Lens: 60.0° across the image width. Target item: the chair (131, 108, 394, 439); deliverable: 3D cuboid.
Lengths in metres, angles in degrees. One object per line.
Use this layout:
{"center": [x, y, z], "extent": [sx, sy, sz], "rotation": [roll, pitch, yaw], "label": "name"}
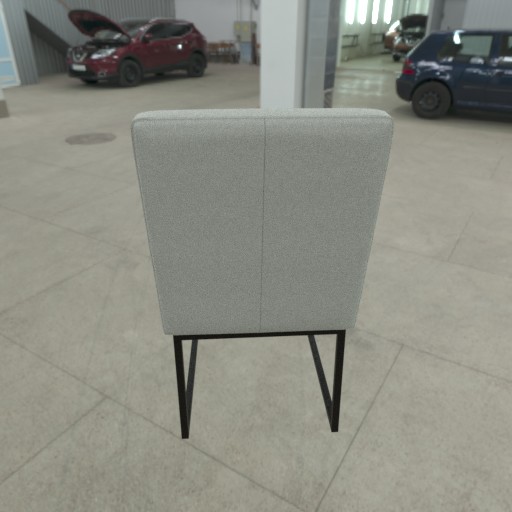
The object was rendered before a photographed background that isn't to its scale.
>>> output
{"center": [0.000, 0.000, 1.315], "extent": [0.520, 0.930, 0.634], "rotation": [-1, 28, -3], "label": "chair"}
